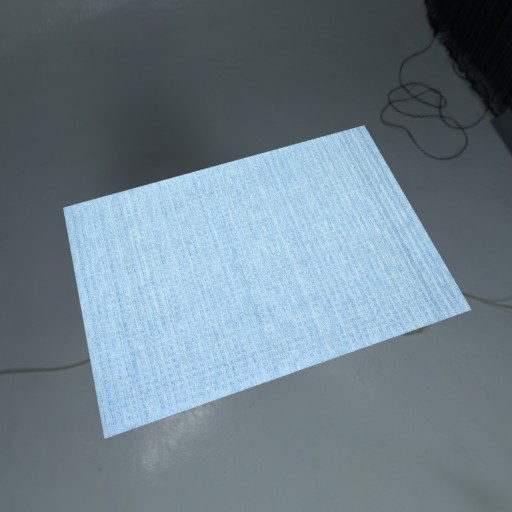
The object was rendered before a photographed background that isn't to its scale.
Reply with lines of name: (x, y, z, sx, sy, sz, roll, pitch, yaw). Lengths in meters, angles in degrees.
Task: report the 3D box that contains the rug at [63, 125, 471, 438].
rug: (0.000, 0.000, 3.685, 2.895, 0.006, 1.982, -17, 65, -8)
